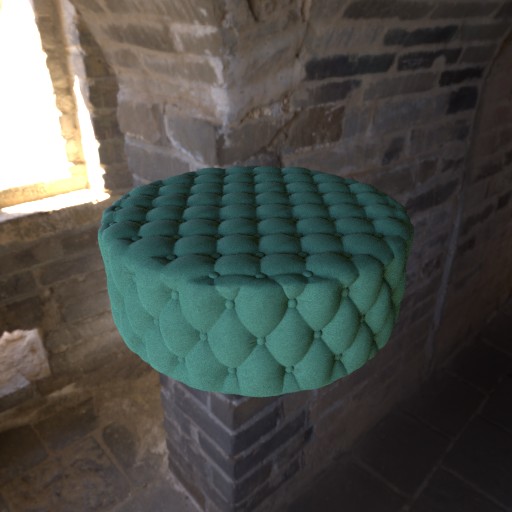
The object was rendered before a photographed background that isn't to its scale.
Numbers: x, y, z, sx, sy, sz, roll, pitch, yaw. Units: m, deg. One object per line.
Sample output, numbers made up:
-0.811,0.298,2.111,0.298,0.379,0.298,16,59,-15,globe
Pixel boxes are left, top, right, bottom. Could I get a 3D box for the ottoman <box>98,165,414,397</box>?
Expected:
0.000,0.000,1.526,0.998,0.399,0.998,0,28,0,ottoman
